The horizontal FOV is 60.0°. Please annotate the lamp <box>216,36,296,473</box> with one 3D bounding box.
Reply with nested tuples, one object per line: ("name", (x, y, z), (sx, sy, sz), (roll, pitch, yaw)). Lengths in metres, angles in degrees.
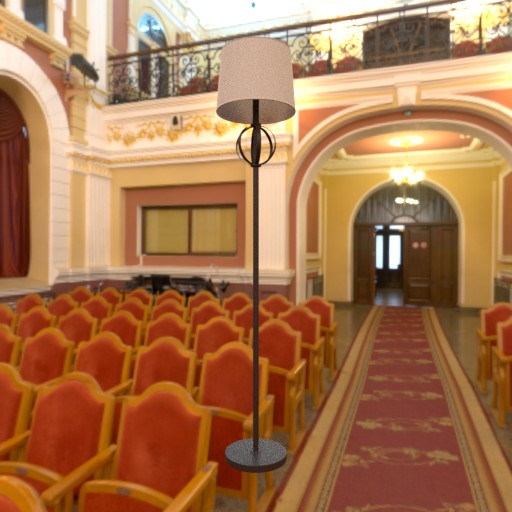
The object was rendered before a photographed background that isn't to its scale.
("lamp", (0.000, 0.000, 1.603), (0.286, 1.462, 0.286), (0, 0, 19))
